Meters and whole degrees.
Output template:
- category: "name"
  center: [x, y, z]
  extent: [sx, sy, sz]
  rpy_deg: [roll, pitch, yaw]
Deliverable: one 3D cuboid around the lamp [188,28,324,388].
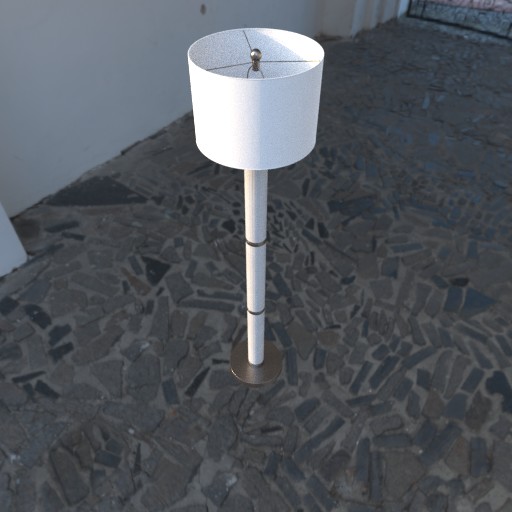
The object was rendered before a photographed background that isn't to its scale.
- category: "lamp"
  center: [0.000, 0.000, 1.779]
  extent: [0.377, 1.599, 0.377]
  rpy_deg: [-32, 53, -28]
